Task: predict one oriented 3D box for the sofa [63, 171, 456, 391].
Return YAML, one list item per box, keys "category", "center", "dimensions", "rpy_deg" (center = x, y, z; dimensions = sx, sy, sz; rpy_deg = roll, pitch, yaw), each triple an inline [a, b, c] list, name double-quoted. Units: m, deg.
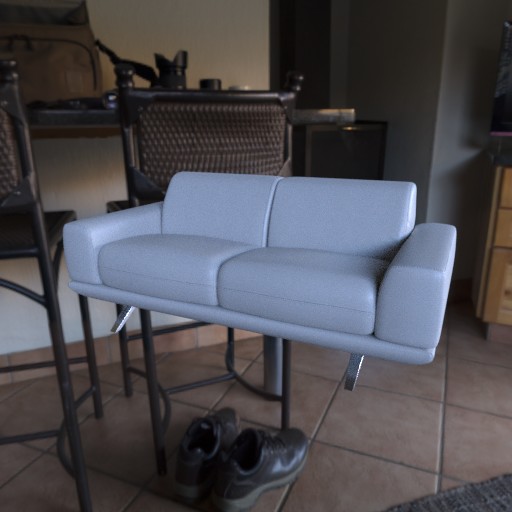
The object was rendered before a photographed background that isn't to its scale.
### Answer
- category: "sofa"
  center: [0.000, 0.000, 2.353]
  dimensions: [1.901, 0.772, 0.900]
  rpy_deg: [7, 17, 25]
